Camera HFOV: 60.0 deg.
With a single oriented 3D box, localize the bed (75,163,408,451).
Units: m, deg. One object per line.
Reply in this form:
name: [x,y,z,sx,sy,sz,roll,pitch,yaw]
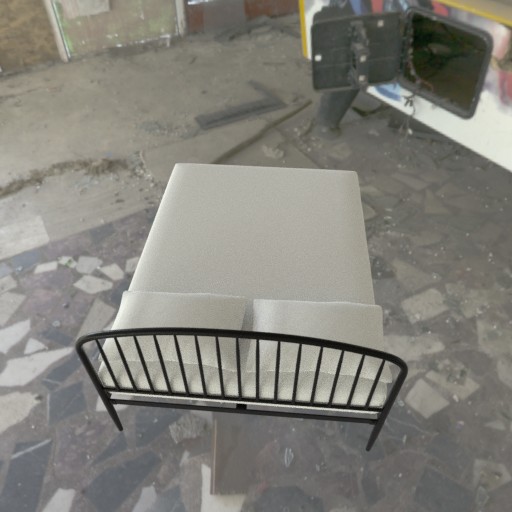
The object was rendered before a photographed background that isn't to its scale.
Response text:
bed: [0.000,0.000,3.137,1.618,1.166,2.159,3,45,3]
